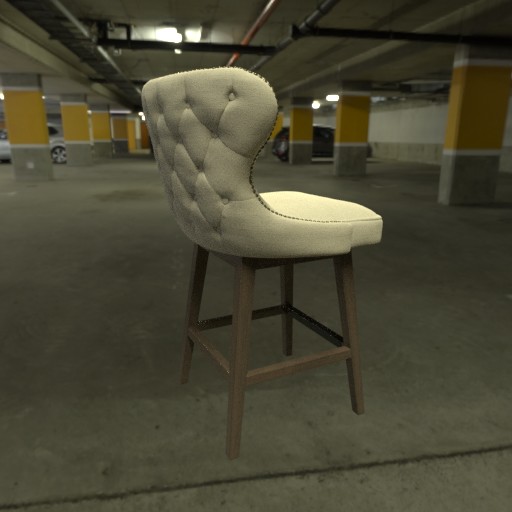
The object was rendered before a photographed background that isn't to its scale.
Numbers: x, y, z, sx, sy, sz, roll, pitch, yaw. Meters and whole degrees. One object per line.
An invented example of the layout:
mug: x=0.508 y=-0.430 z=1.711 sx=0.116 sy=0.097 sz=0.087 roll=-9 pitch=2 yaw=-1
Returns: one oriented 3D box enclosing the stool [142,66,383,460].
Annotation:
stool: x=0.000 y=0.000 z=1.329 sx=0.597 sy=0.972 sz=0.615 roll=-8 pitch=17 yaw=-26
